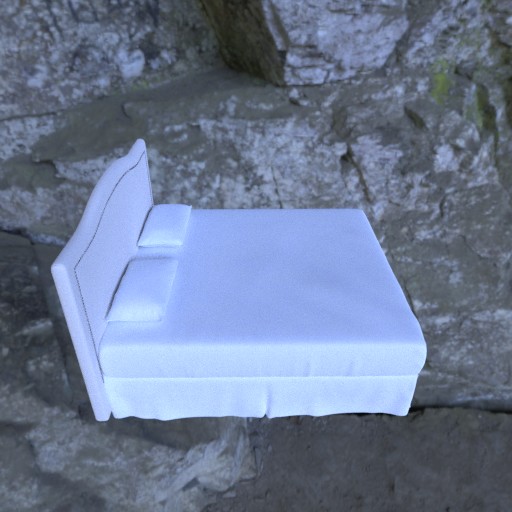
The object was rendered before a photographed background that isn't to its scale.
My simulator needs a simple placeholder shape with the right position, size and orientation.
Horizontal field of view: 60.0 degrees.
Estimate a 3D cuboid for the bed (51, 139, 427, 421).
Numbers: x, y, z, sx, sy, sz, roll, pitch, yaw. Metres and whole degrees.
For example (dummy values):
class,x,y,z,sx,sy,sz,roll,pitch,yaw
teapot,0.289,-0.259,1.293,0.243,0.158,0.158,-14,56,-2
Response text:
class,x,y,z,sx,sy,sz,roll,pitch,yaw
bed,0.000,0.000,3.496,2.182,1.421,2.083,0,33,-1
